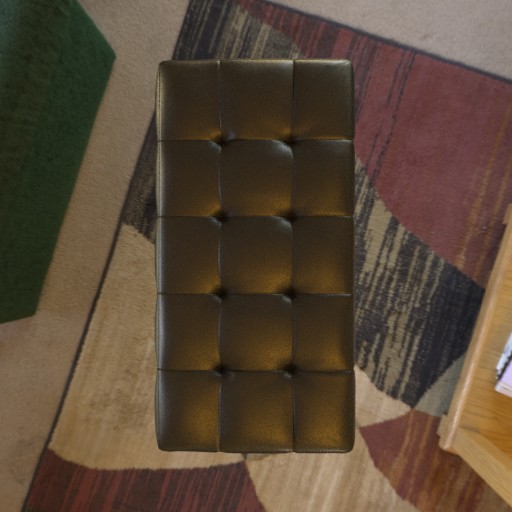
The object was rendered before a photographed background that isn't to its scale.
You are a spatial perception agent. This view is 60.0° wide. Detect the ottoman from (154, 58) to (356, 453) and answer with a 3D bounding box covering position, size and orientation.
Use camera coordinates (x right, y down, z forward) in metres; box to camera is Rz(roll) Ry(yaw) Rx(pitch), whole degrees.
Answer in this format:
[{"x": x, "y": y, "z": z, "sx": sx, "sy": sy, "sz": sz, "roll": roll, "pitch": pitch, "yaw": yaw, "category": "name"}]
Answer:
[{"x": 0.000, "y": 0.000, "z": 1.136, "sx": 0.432, "sy": 0.470, "sz": 0.838, "roll": 0, "pitch": 90, "yaw": 1, "category": "ottoman"}]
